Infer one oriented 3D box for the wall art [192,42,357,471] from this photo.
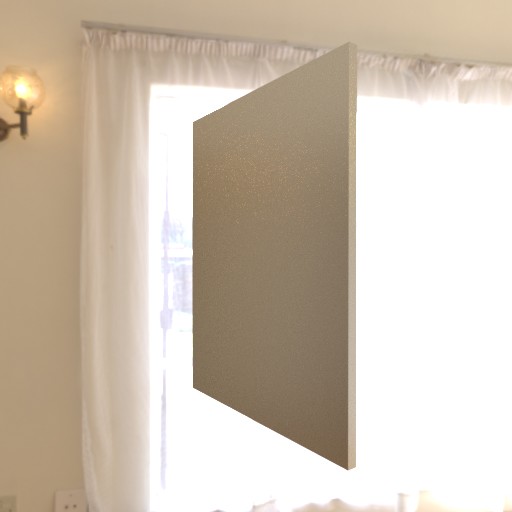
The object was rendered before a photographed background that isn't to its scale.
[{"bbox_3d":[0.000,0.000,1.421,0.030,1.046,0.816,0,1,-36],"label":"wall art"}]
